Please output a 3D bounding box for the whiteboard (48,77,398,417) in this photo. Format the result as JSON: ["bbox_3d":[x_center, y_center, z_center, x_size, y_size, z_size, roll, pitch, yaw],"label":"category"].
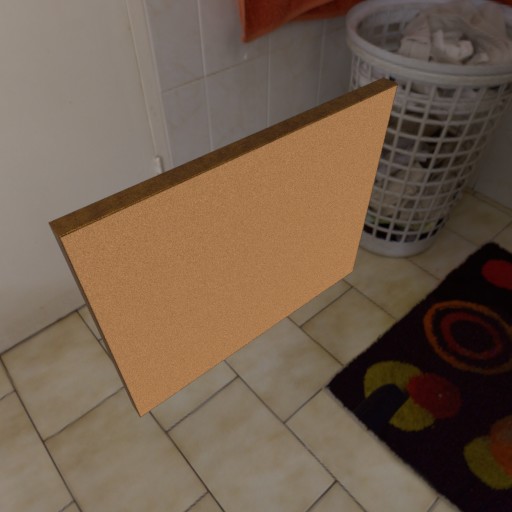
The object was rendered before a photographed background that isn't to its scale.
[{"bbox_3d":[0.000,0.000,0.765,0.561,0.457,0.029,-30,54,-25],"label":"whiteboard"}]
